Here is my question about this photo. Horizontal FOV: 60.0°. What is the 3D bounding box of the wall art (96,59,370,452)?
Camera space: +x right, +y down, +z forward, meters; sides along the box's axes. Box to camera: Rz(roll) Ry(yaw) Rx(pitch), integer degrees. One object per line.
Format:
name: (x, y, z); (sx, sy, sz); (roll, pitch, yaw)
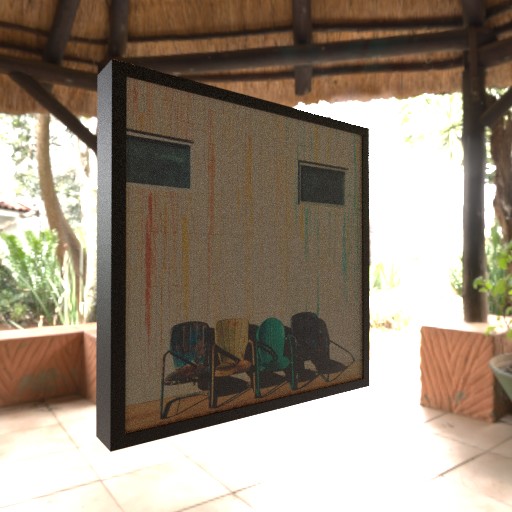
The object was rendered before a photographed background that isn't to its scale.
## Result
wall art: (0.000, 0.000, 0.446); (0.304, 0.304, 0.038); (1, -1, -36)
